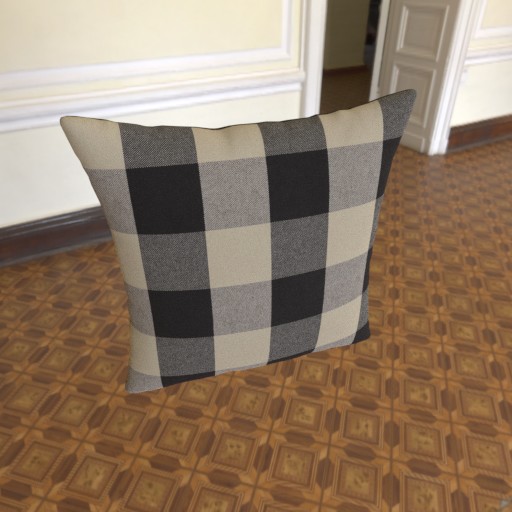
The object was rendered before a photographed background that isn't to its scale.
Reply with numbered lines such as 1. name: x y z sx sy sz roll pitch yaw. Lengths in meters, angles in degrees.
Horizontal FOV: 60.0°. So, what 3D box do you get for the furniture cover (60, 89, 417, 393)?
1. furniture cover: 0.000 0.000 0.750 0.511 0.509 0.161 -9 34 -14
